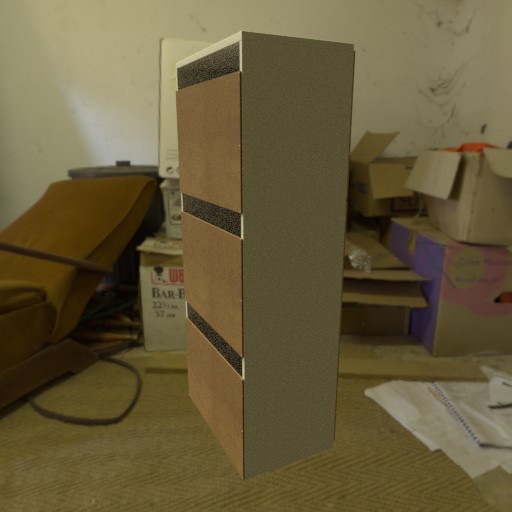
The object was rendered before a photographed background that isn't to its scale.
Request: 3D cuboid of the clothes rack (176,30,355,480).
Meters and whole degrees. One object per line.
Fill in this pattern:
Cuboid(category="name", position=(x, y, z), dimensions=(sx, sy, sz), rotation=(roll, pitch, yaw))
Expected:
Cuboid(category="clothes rack", position=(0.000, 0.000, 1.416), dimensions=(0.331, 1.187, 0.500), rotation=(-7, 17, -26))
